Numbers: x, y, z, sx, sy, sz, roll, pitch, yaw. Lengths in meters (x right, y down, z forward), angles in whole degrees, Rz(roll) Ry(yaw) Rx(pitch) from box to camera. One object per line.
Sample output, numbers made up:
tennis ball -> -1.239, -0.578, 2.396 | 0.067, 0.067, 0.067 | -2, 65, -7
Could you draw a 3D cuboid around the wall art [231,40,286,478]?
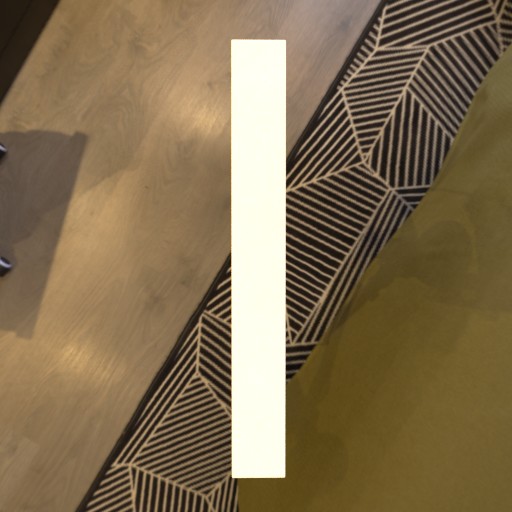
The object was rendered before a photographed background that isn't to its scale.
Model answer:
wall art -> 0.000, 0.000, 0.460 | 0.038, 0.305, 0.305 | 0, 91, -1
